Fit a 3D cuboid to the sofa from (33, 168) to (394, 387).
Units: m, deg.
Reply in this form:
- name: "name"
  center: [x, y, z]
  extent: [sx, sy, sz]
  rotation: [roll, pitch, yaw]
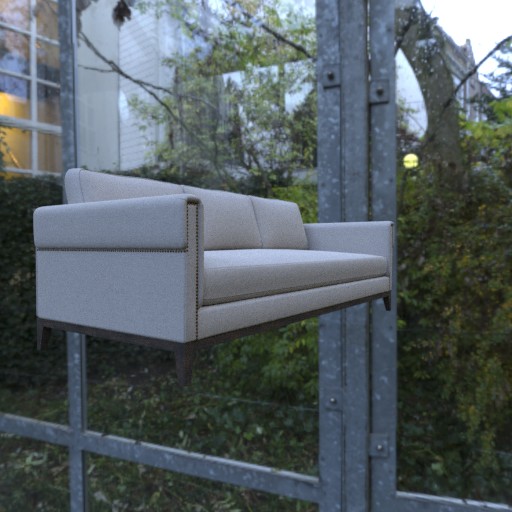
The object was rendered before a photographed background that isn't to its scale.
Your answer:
- name: "sofa"
  center: [0.000, 0.000, 2.649]
  extent: [0.959, 0.838, 2.210]
  rotation: [1, 2, 35]
